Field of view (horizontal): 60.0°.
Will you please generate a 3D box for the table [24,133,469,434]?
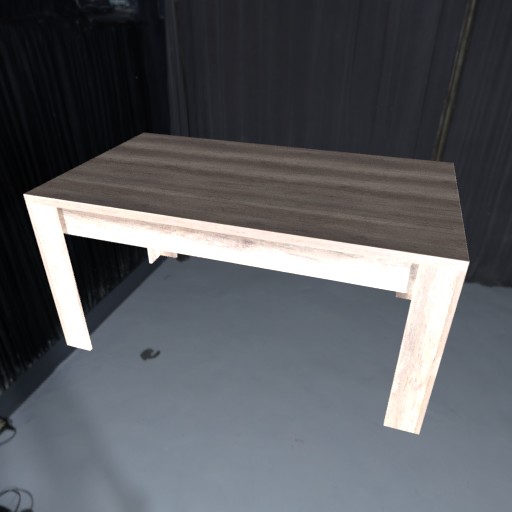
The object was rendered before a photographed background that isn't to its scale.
[{"bbox_3d":[0.000,0.000,2.068,1.600,0.775,0.900,10,32,15],"label":"table"}]
